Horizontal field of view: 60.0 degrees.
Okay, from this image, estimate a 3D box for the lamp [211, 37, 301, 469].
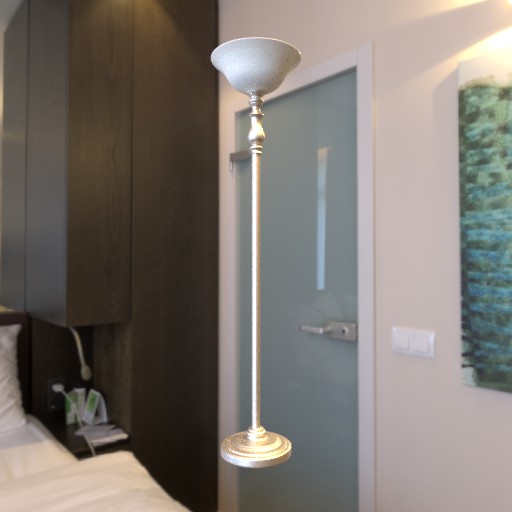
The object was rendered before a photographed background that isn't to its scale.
[{"bbox_3d":[0.000,0.000,1.989,0.405,1.771,0.405,0,-1,18],"label":"lamp"}]
